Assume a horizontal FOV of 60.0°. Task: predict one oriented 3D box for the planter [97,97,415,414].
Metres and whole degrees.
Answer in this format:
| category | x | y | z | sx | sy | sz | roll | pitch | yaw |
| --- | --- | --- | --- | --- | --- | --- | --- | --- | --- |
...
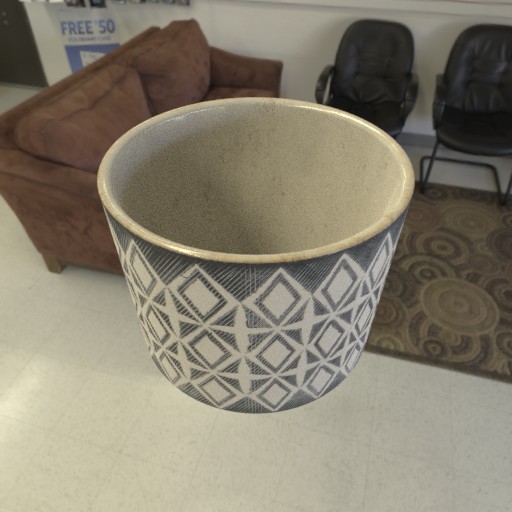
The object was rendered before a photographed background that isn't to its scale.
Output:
| category | x | y | z | sx | sy | sz | roll | pitch | yaw |
| --- | --- | --- | --- | --- | --- | --- | --- | --- | --- |
| planter | 0.000 | 0.000 | 0.332 | 0.192 | 0.165 | 0.192 | 0 | 42 | 0 |
